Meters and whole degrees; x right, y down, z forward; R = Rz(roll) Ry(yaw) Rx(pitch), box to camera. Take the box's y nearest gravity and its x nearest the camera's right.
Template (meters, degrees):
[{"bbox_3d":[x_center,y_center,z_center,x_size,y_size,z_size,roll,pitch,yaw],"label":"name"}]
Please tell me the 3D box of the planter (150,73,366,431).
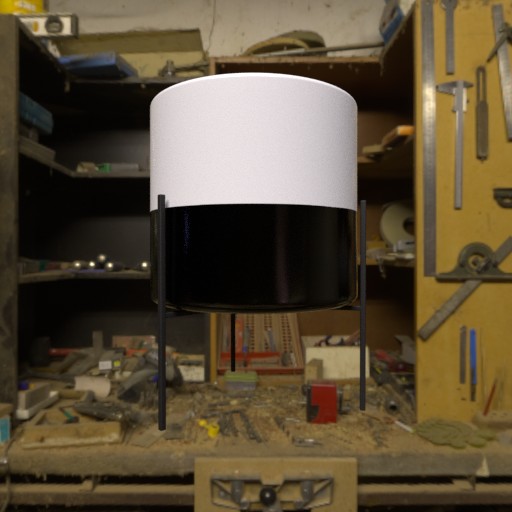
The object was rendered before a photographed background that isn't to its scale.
[{"bbox_3d":[0.000,0.000,0.666,0.310,0.432,0.310,0,1,1],"label":"planter"}]
